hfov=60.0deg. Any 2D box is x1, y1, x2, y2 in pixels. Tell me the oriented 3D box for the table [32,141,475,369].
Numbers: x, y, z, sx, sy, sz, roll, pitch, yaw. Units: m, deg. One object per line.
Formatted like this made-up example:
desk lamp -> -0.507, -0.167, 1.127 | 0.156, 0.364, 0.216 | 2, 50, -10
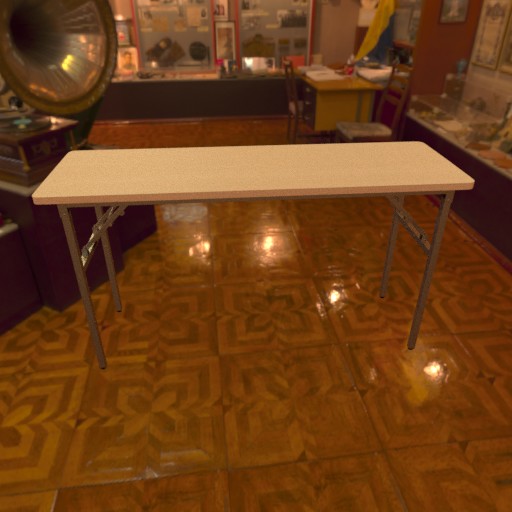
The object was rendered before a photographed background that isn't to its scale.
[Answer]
table -> 0.000, 0.000, 1.758 | 1.397, 0.750, 0.446 | -3, 31, -4
